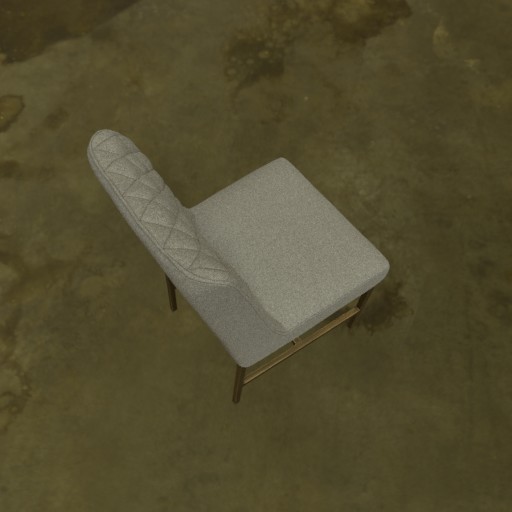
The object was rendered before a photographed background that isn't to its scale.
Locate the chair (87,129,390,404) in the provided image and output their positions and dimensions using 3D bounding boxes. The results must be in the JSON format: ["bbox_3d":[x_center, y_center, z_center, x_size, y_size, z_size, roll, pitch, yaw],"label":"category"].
[{"bbox_3d":[0.000,0.000,1.256,0.587,0.889,0.508,-32,64,-17],"label":"chair"}]
